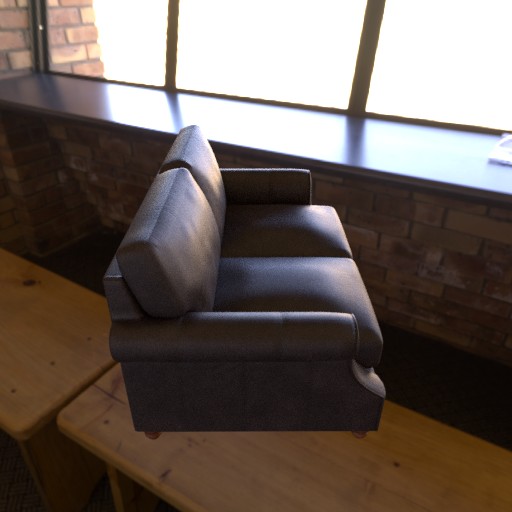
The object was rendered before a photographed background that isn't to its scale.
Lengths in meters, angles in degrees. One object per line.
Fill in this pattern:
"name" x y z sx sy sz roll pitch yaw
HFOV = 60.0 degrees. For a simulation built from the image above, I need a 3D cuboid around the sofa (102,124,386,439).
"sofa" 0.000 0.000 2.279 1.030 0.979 1.663 0 31 0
